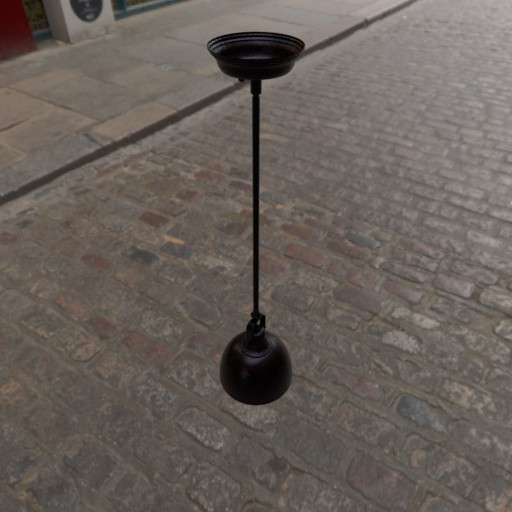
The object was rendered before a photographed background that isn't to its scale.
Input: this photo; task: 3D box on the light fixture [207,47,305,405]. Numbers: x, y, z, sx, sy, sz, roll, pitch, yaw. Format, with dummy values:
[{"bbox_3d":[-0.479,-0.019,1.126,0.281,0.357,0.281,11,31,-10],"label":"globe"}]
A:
[{"bbox_3d":[0.000,0.000,0.862,0.182,0.768,0.182,24,46,25],"label":"light fixture"}]
